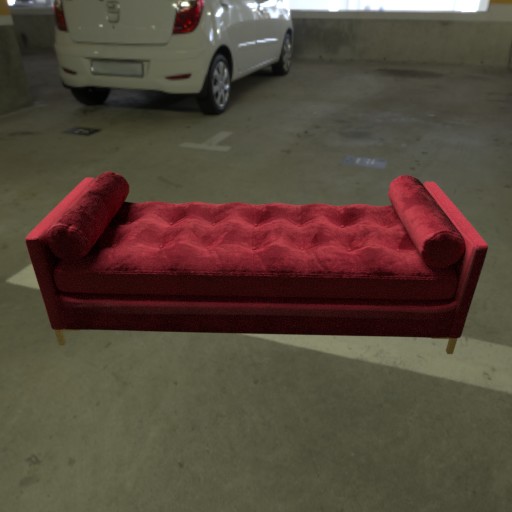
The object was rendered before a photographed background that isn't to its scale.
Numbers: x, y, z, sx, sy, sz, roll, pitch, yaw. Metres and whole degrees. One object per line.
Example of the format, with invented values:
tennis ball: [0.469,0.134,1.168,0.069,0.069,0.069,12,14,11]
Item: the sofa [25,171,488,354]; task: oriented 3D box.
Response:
sofa: [0.000,0.000,2.449,2.102,0.705,0.796,1,31,2]
